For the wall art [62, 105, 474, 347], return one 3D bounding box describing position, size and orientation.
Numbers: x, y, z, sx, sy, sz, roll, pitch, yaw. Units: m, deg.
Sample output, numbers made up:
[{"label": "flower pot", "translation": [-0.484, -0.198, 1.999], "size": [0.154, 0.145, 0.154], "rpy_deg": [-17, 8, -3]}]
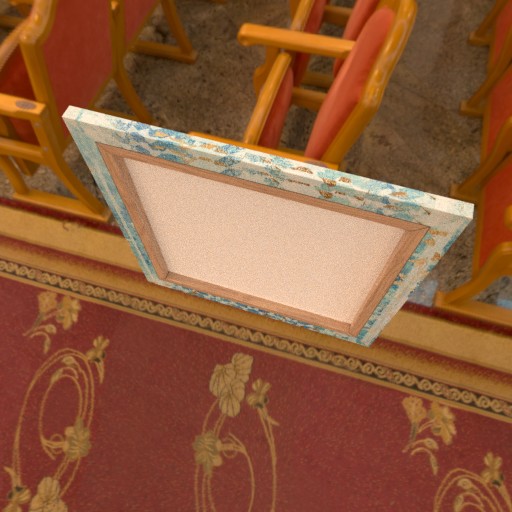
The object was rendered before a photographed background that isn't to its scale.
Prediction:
[{"label": "wall art", "translation": [0.000, 0.000, 1.359], "size": [0.916, 0.916, 0.040], "rpy_deg": [16, 64, 8]}]
